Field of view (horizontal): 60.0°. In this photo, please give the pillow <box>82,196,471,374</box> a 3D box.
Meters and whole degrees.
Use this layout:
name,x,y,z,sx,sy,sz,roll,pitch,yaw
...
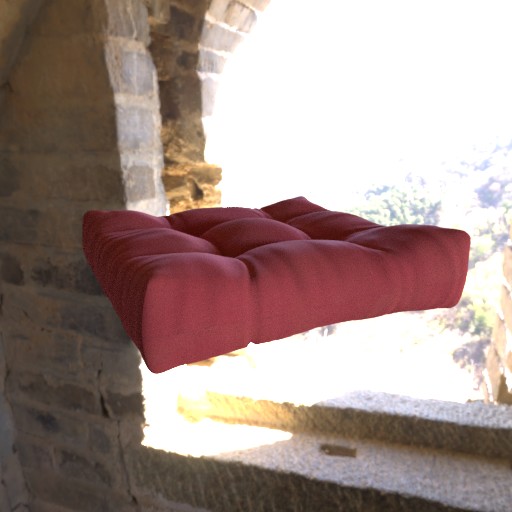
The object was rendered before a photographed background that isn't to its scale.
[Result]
name,x,y,z,sx,sy,sz,roll,pitch,yaw
pillow,0.000,0.000,0.729,0.490,0.128,0.468,-8,17,-26
